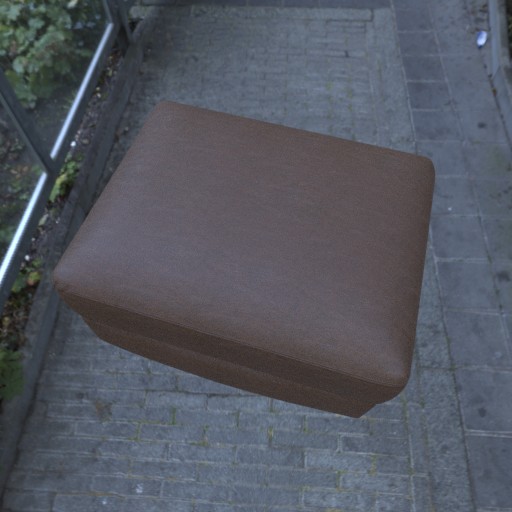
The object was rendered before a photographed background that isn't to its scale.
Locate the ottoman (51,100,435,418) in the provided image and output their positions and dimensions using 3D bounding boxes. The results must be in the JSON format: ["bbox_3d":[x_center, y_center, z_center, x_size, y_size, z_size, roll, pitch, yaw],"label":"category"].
[{"bbox_3d":[0.000,0.000,1.176,0.787,0.508,0.635,15,60,9],"label":"ottoman"}]
